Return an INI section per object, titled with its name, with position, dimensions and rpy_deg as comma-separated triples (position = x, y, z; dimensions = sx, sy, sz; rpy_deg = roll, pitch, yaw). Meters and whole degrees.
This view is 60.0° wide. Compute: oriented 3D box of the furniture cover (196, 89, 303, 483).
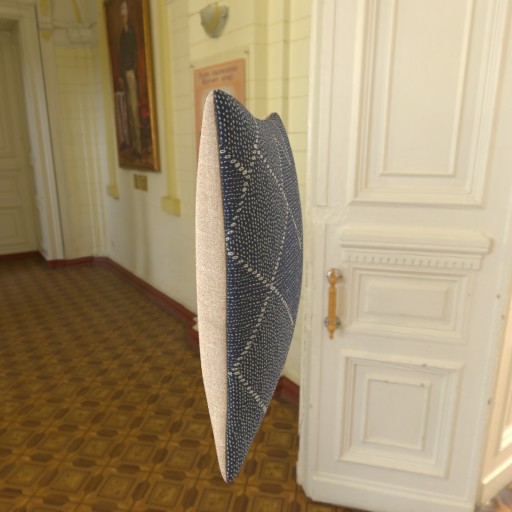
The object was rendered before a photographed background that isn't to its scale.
[furniture cover]
position = 0.000, 0.000, 0.774
dimensions = 0.162, 0.503, 0.511
rpy_deg = 3, 16, 9
